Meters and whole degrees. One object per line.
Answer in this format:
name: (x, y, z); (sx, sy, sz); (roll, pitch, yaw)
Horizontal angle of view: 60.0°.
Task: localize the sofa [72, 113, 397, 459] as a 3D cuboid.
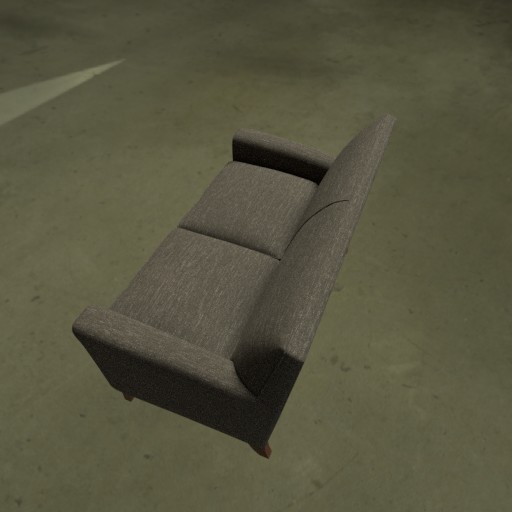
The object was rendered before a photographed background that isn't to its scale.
sofa: (0.000, 0.000, 2.074); (0.867, 0.905, 1.509); (16, 48, 15)
